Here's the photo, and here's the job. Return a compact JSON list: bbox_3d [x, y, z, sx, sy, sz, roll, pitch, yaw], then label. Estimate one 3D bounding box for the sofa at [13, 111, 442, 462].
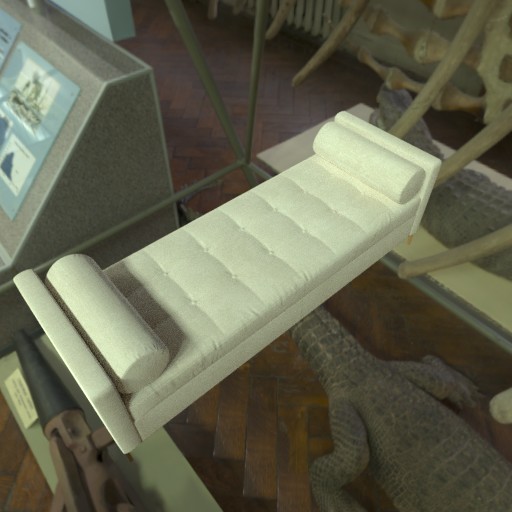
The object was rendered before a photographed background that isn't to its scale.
[{"bbox_3d":[0.000,0.000,2.240,1.981,0.635,0.686,-33,55,-27],"label":"sofa"}]
